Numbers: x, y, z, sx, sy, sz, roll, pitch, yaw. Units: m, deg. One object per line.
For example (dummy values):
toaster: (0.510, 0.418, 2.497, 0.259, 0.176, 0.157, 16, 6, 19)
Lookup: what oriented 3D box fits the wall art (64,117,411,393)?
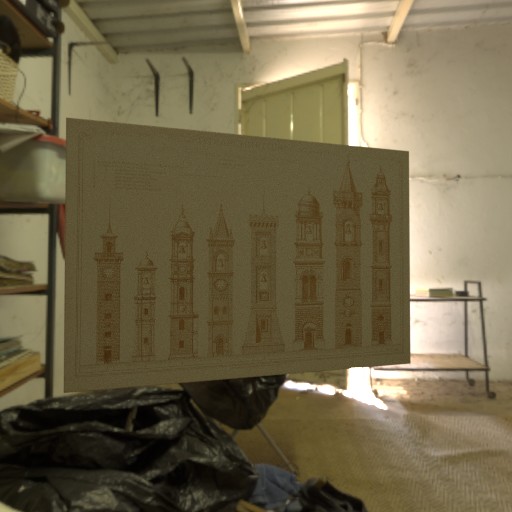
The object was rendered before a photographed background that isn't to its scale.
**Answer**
wall art: (0.000, 0.000, 0.771, 0.609, 0.407, 0.039, 0, -1, -19)
